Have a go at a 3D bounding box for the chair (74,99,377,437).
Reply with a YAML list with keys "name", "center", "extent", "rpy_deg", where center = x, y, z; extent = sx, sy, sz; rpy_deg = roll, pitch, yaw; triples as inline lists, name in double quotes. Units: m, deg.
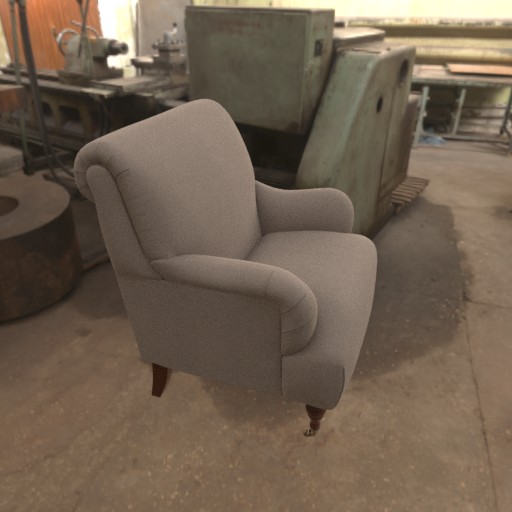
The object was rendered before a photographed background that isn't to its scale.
- name: "chair"
  center: [0.000, 0.000, 1.582]
  extent: [0.842, 0.942, 0.766]
  rpy_deg: [10, 31, 17]
